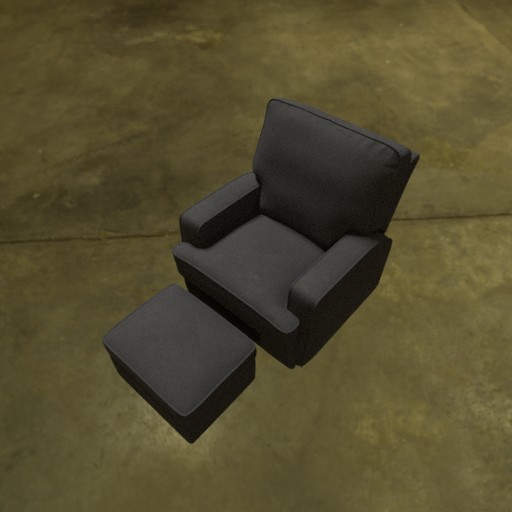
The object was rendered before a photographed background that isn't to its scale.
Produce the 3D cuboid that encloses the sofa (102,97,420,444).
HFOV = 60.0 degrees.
[{"bbox_3d":[0.000,0.000,2.093,0.861,0.959,1.472,33,55,27],"label":"sofa"}]
